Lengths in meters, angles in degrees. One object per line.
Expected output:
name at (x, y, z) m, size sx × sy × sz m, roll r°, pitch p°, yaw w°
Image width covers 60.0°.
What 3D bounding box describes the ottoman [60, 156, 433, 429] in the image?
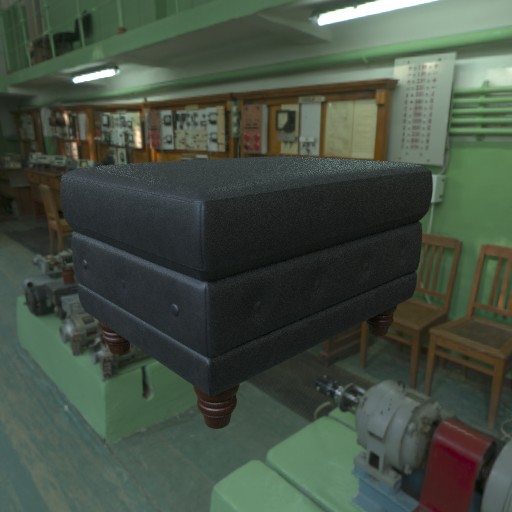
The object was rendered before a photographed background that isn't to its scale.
ottoman at (0.000, 0.000, 1.192) m, size 0.795 × 0.498 × 0.590 m, roll -15°, pitch 21°, yaw -41°
